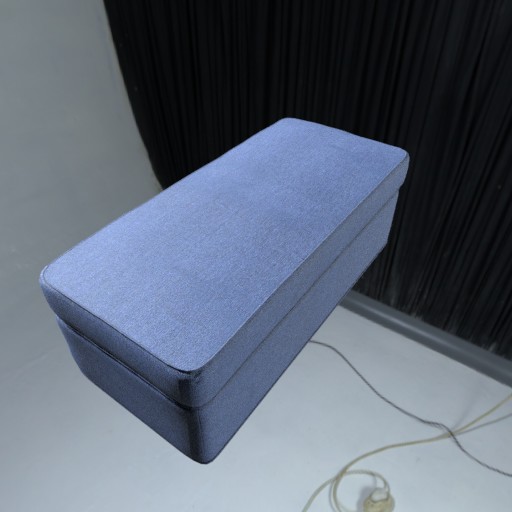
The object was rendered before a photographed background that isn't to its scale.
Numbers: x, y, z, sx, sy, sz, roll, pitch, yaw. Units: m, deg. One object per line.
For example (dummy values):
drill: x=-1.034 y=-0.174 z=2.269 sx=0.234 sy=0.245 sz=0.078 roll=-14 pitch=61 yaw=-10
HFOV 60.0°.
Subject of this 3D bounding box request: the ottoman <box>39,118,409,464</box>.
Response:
ottoman: x=0.000 y=0.000 z=1.384 sx=0.515 sy=0.460 sz=1.110 roll=25 pitch=46 yaw=26
